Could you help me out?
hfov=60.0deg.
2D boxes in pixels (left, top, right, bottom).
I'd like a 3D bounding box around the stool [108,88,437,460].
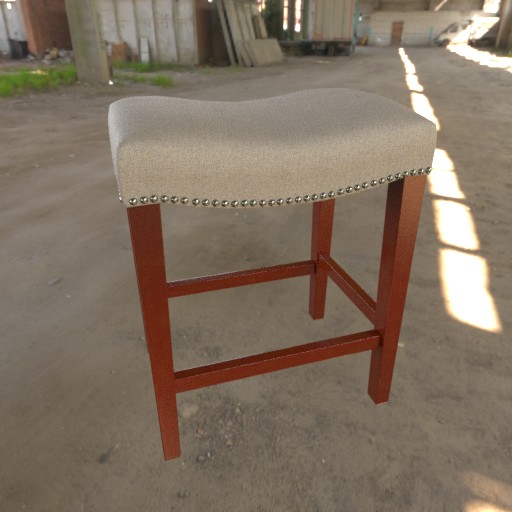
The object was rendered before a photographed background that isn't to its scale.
[{"bbox_3d":[0.000,0.000,0.924,0.509,0.632,0.375,-8,29,-16],"label":"stool"}]
